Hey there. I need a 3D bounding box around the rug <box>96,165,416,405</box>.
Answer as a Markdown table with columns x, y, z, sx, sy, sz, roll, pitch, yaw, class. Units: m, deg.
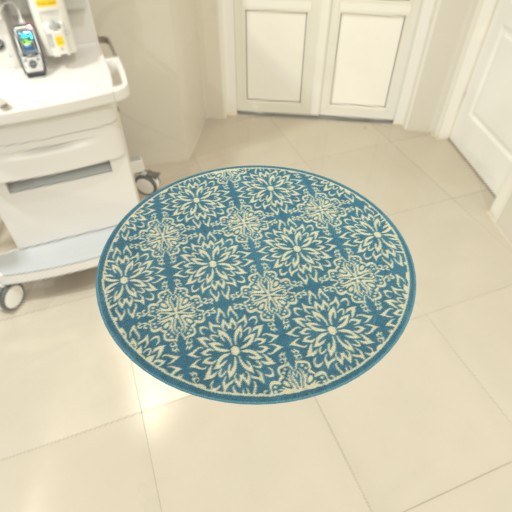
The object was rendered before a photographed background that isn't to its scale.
| x | y | z | sx | sy | sz | roll | pitch | yaw | class |
| --- | --- | --- | --- | --- | --- | --- | --- | --- | --- |
| 0.000 | 0.000 | 2.269 | 1.593 | 0.012 | 1.593 | 0 | 46 | 0 | rug |
